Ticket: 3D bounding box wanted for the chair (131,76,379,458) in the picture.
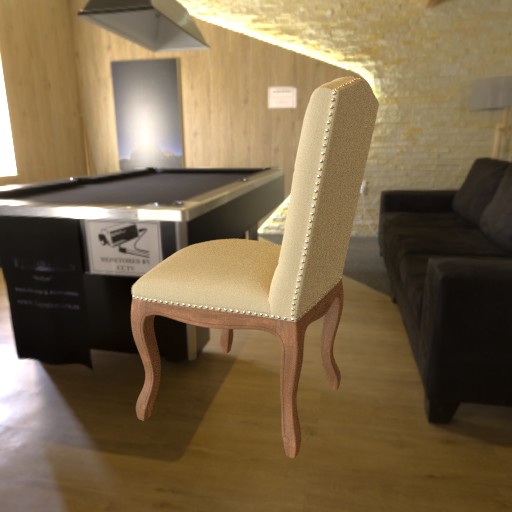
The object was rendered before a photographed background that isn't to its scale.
[{"bbox_3d":[0.000,0.000,1.585,0.715,1.165,0.623,8,17,26],"label":"chair"}]
